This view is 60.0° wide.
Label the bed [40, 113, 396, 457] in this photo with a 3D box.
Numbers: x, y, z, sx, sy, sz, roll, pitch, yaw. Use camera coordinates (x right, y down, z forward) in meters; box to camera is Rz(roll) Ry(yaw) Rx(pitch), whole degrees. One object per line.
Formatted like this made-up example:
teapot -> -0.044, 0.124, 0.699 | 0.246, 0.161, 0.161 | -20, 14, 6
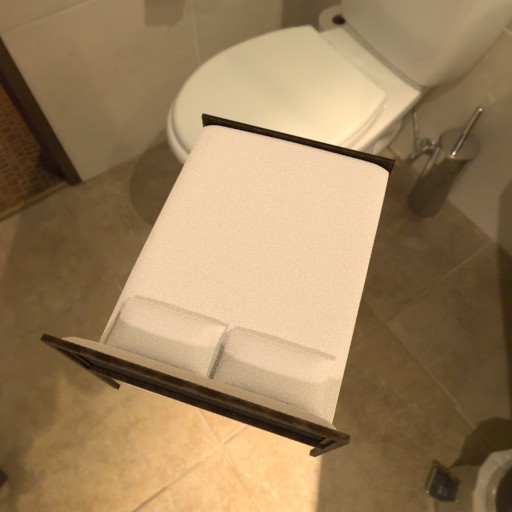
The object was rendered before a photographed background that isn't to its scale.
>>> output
bed -> 0.000, 0.000, 3.213 | 1.607, 1.313, 2.221 | 16, 64, 8
